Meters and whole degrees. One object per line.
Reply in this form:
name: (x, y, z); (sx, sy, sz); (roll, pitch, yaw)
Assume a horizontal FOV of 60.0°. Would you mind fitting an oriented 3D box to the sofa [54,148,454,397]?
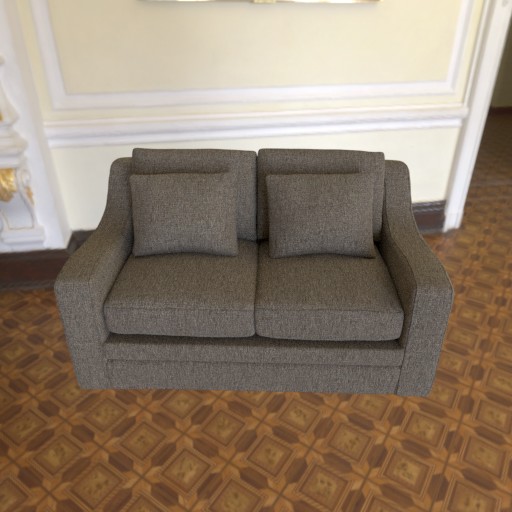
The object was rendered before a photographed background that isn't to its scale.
sofa: (0.000, 0.000, 2.388); (1.778, 0.991, 1.120); (1, 30, 2)
